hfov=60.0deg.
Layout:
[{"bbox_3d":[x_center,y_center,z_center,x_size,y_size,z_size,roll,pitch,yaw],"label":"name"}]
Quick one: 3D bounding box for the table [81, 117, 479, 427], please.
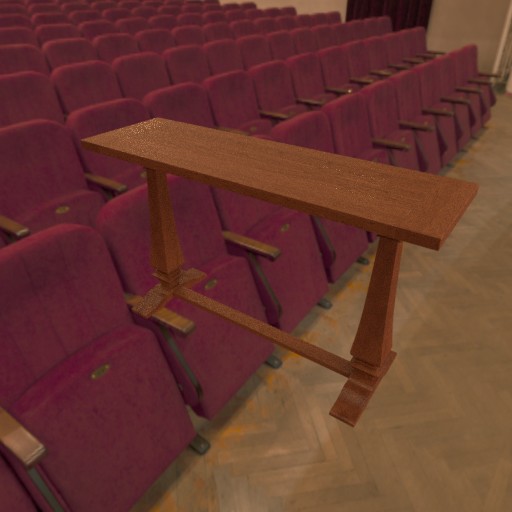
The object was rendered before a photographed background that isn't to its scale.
[{"bbox_3d":[0.000,0.000,1.880,1.478,0.852,0.461,20,37,29],"label":"table"}]
